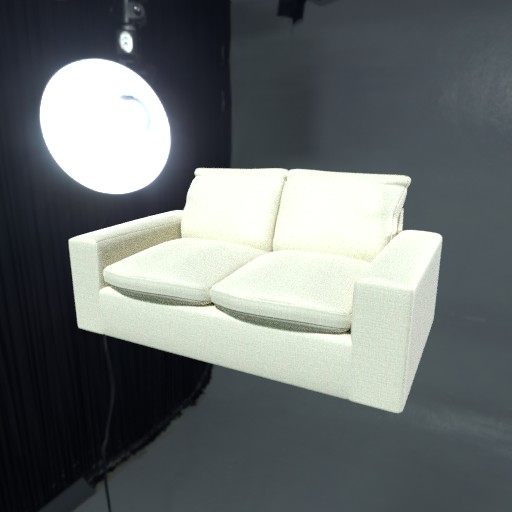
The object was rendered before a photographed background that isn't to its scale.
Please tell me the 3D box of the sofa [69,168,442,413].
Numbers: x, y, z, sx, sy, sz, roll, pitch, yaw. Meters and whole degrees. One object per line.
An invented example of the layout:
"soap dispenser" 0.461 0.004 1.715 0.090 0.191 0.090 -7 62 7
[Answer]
"sofa" 0.000 0.000 2.386 1.754 0.875 1.091 8 17 26
